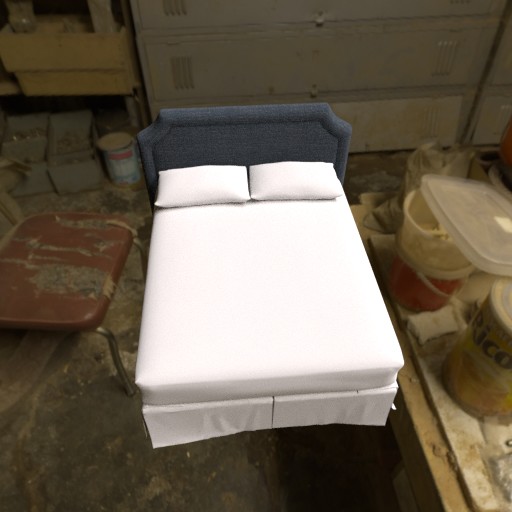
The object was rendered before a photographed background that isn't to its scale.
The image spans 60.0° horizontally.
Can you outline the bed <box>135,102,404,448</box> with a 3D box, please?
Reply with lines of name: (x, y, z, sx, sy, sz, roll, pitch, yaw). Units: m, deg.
bed: (0.000, 0.000, 3.306, 1.828, 1.297, 2.208, -3, 46, -3)
